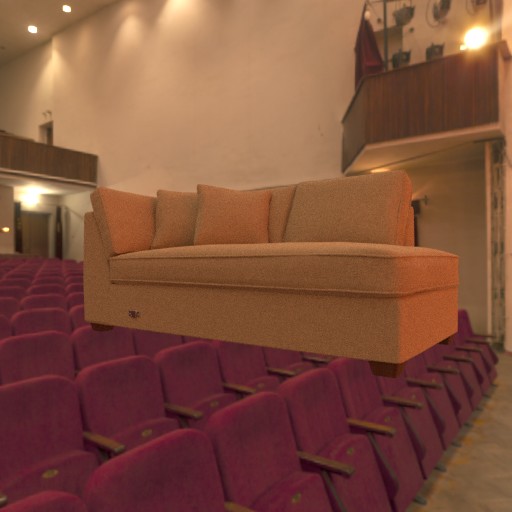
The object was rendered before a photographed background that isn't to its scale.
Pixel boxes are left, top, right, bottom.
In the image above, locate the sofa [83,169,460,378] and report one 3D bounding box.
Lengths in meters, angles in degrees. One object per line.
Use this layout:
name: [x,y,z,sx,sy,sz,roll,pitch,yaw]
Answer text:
sofa: [0.000,0.000,2.846,2.237,1.033,1.110,0,-1,36]
